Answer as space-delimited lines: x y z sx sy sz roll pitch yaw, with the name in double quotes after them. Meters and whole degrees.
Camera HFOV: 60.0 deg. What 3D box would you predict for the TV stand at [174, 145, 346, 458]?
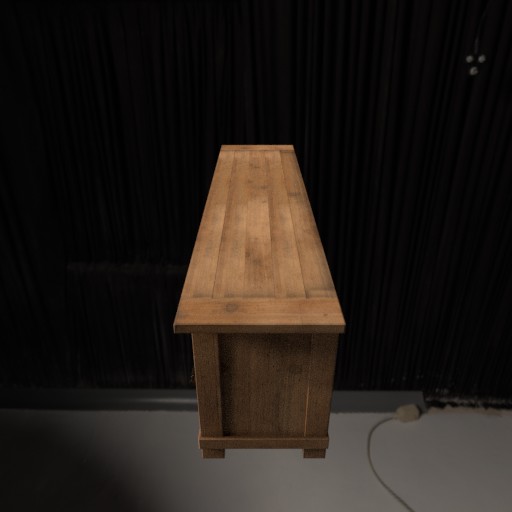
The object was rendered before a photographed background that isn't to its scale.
0.000 0.000 2.041 0.453 0.573 1.804 0 28 0 "TV stand"
